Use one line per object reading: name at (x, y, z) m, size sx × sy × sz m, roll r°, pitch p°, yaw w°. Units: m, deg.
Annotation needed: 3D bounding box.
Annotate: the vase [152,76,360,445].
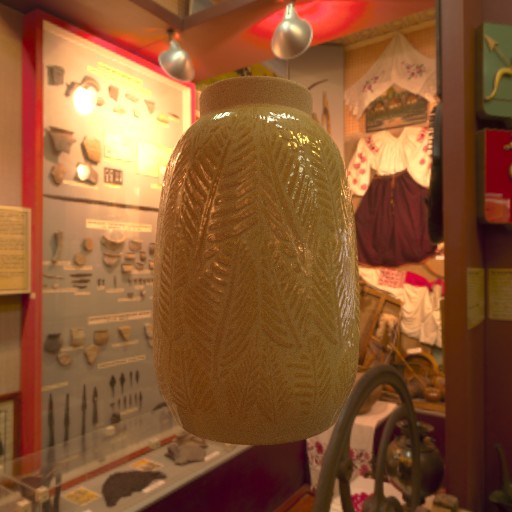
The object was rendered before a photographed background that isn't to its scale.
vase at (0.000, 0.000, 0.378) m, size 0.172 × 0.270 × 0.172 m, roll 0°, pitch -1°, yaw 0°
